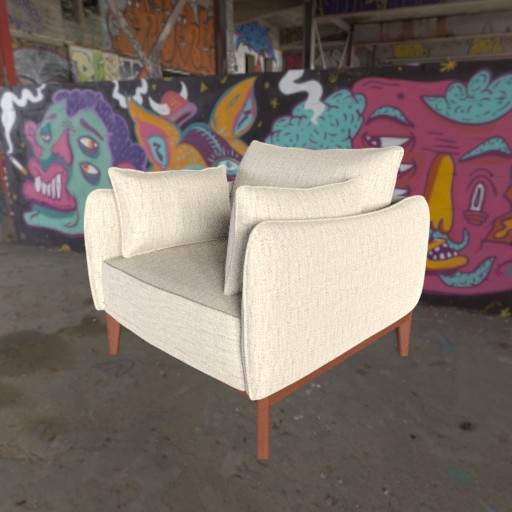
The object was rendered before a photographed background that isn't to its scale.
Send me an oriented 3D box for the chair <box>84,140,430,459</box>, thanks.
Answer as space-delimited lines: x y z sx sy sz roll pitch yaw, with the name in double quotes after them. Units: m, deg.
0.000 0.000 1.737 0.994 0.855 0.991 15 22 43 "chair"
